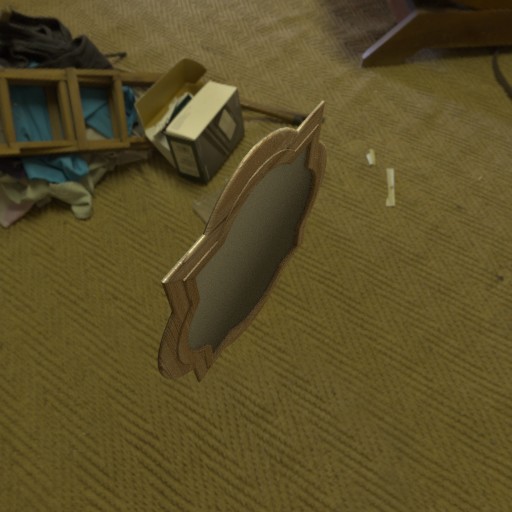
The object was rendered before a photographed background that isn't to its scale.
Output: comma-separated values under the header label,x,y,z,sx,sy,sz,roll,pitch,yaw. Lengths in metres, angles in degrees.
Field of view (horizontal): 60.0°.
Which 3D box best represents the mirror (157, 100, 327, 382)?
label,x,y,z,sx,sy,sz,roll,pitch,yaw
mirror,0.000,0.000,1.080,0.019,0.686,0.686,29,62,17
